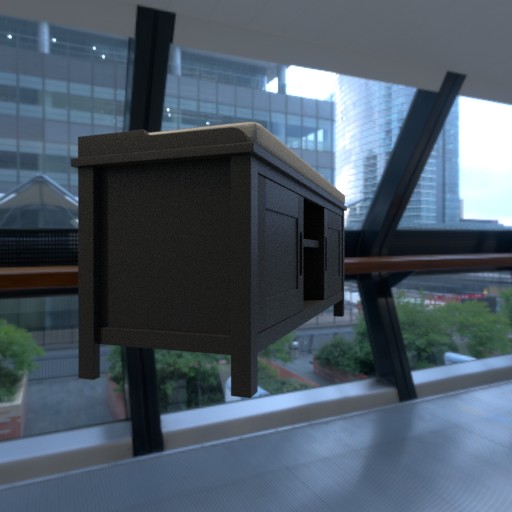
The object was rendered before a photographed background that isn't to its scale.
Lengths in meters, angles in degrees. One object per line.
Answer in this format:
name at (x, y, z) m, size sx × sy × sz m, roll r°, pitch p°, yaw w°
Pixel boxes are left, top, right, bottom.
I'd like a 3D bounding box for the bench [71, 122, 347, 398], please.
bench at (0.000, 0.000, 1.378) m, size 0.398 × 0.501 × 1.140 m, roll 0°, pitch 0°, yaw 20°
